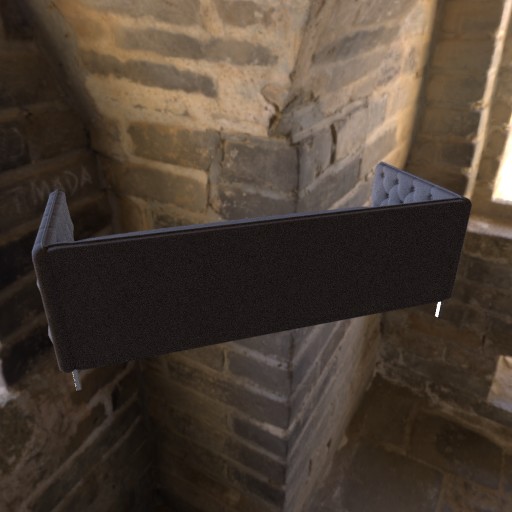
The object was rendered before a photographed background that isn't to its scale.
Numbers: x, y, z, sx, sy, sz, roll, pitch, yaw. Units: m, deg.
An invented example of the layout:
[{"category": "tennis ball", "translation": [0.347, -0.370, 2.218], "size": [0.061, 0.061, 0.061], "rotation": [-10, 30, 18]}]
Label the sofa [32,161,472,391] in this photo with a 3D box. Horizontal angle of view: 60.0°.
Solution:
[{"category": "sofa", "translation": [0.000, 0.000, 2.593], "size": [2.209, 0.771, 0.895], "rotation": [-8, 27, -16]}]
